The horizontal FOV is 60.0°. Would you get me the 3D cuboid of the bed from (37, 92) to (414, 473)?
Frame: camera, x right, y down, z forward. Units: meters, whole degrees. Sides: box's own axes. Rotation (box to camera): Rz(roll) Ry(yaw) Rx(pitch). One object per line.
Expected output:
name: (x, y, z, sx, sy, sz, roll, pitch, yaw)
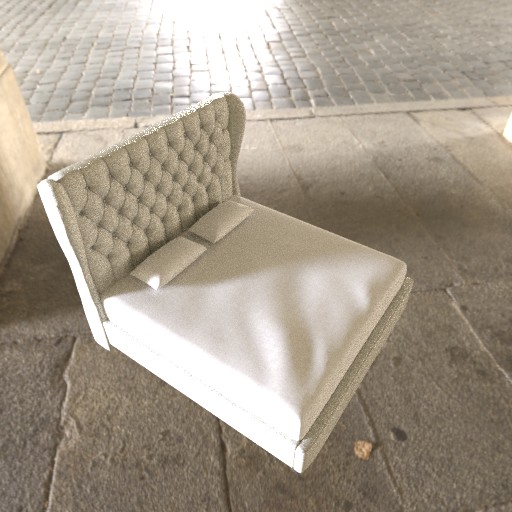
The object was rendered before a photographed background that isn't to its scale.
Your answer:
bed: (0.000, 0.000, 3.866, 2.347, 1.771, 2.219, 25, 47, 26)
